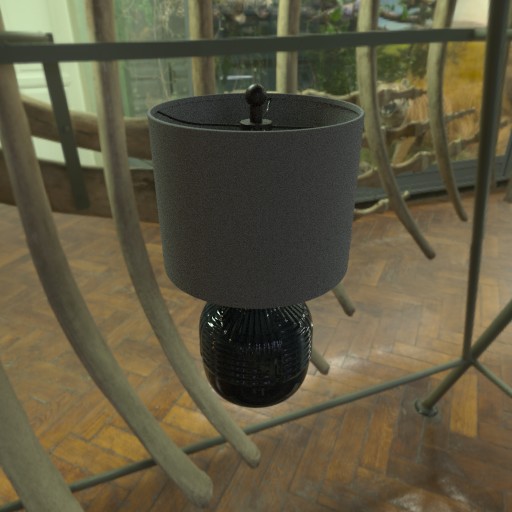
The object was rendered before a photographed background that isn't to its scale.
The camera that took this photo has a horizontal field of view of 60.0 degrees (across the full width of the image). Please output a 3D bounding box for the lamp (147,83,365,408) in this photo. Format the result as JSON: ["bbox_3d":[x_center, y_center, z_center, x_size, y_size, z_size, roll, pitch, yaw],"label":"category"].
[{"bbox_3d":[0.000,0.000,0.778,0.318,0.567,0.318,0,28,0],"label":"lamp"}]
